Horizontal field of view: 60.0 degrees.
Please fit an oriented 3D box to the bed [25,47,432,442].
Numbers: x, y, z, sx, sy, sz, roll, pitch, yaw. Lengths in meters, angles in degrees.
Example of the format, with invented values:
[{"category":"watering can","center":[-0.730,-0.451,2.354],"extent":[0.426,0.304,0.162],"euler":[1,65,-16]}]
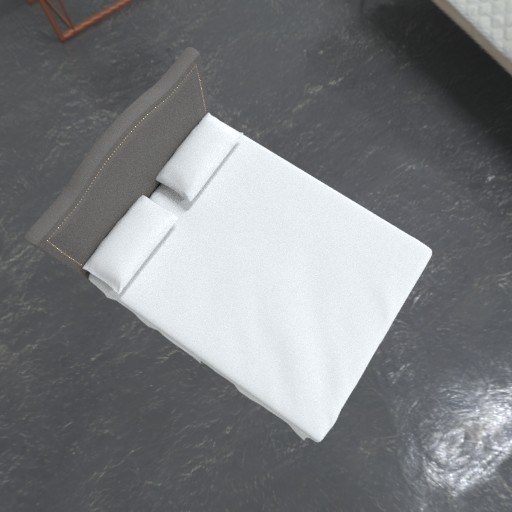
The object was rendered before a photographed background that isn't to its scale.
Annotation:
[{"category":"bed","center":[0.000,0.000,3.316],"extent":[2.282,1.436,1.821],"euler":[33,77,9]}]
